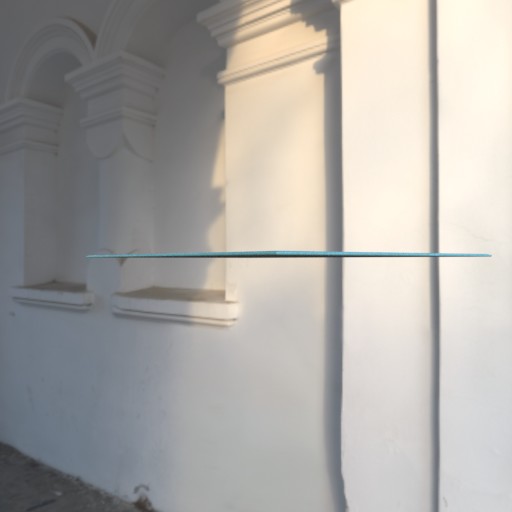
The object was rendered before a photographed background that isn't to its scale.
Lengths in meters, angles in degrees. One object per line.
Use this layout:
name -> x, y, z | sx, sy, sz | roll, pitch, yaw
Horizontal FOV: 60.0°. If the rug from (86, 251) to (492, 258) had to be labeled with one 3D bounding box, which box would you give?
rug -> 0.000, 0.000, 3.497 | 1.830, 0.018, 2.769 | 0, -1, -36
